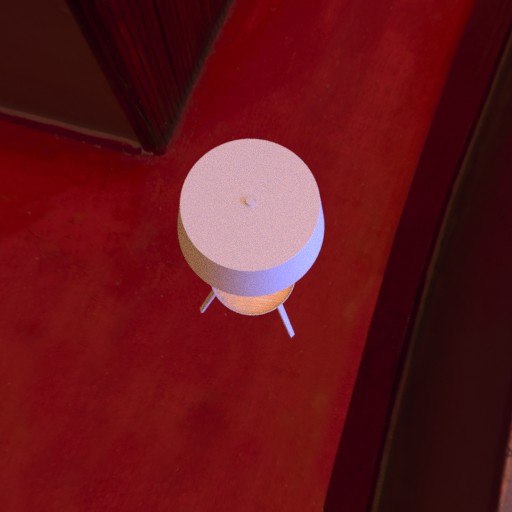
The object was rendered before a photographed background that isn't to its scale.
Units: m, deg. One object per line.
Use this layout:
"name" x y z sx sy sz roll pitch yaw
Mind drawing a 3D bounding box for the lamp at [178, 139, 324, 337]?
"lamp" 0.000 0.000 1.648 0.508 1.429 0.468 15 77 3
